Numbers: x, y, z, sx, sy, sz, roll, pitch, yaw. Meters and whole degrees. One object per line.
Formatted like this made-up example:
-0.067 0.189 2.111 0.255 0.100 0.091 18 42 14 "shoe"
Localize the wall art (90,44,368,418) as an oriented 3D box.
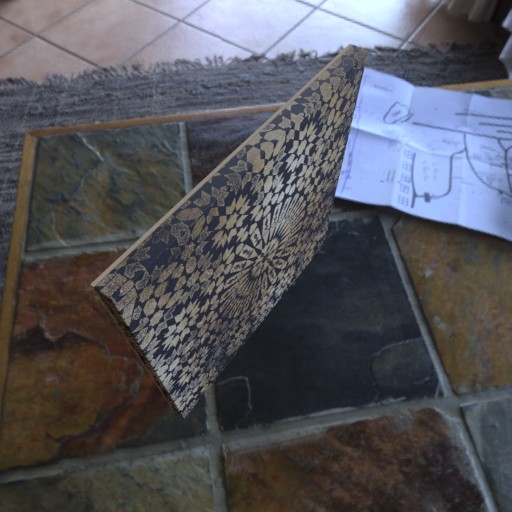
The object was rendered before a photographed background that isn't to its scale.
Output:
0.000 0.000 0.911 0.038 0.612 0.612 32 63 19 "wall art"
